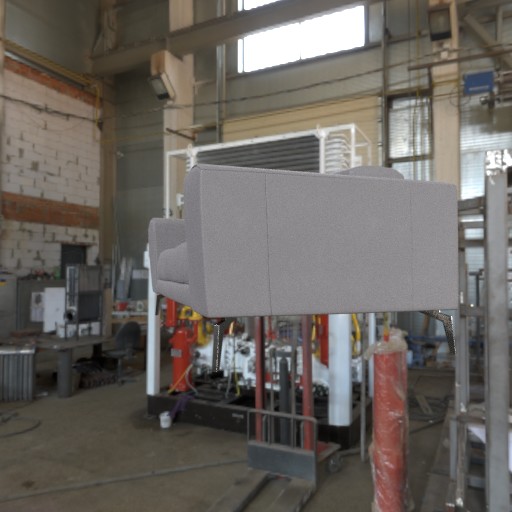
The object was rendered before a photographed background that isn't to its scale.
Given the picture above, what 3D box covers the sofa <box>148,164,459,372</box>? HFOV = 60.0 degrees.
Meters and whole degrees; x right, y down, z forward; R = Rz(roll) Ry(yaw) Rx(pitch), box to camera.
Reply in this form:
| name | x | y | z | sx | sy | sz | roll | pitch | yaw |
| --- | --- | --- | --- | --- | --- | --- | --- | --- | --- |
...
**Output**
| name | x | y | z | sx | sy | sz | roll | pitch | yaw |
| --- | --- | --- | --- | --- | --- | --- | --- | --- | --- |
| sofa | 0.000 | 0.000 | 2.377 | 1.003 | 0.779 | 1.895 | 1 | -2 | -18 |
